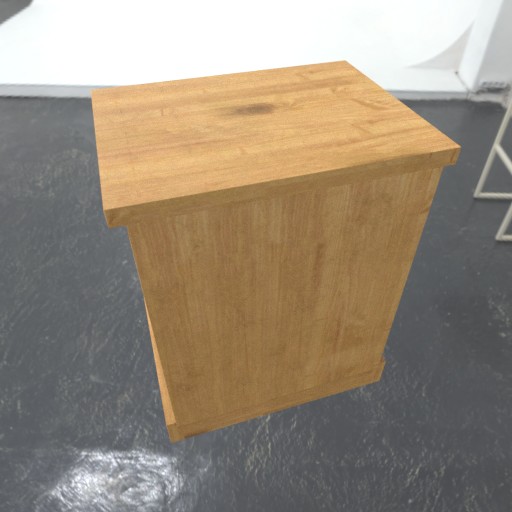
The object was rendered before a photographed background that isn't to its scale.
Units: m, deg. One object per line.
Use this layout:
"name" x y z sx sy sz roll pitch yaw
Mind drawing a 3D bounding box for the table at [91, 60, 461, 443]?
"table" 0.000 0.000 1.217 0.660 0.813 0.500 -12 44 -13
